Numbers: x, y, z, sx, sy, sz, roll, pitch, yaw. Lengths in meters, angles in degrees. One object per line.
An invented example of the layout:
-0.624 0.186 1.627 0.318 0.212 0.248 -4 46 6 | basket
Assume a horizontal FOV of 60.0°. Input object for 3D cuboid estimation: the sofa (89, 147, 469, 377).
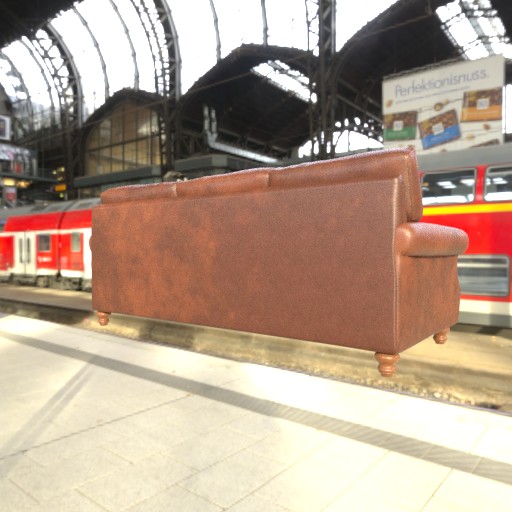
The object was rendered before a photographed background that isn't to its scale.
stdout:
0.000 0.000 2.788 2.351 0.977 0.973 1 1 37 | sofa
